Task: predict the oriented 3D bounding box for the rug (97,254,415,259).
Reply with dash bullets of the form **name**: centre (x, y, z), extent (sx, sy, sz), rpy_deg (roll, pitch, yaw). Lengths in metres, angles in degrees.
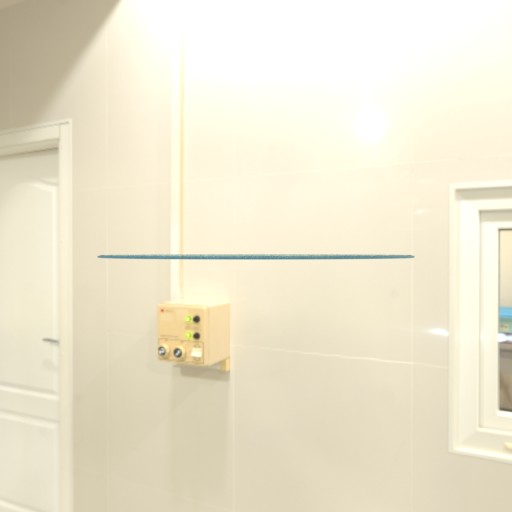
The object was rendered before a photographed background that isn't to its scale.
- **rug**: centre (0.000, 0.000, 2.362), extent (1.593, 0.012, 1.593), rpy_deg (0, 0, 0)
